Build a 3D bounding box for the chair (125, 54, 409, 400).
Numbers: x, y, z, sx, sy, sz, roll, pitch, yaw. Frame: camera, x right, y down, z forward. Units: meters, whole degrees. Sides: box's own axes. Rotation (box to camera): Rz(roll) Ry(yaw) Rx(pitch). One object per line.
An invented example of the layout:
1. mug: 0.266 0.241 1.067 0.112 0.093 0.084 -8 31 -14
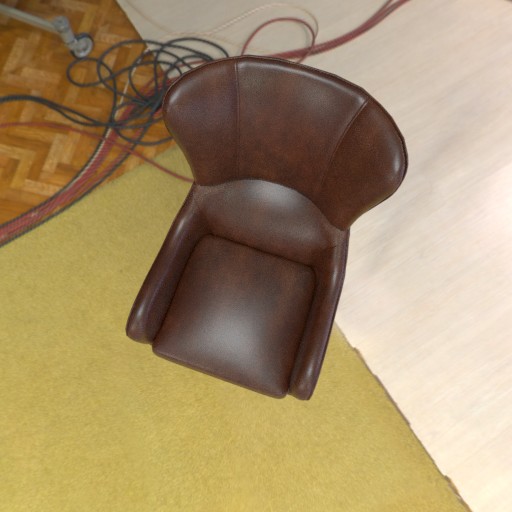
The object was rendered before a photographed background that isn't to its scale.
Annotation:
1. chair: 0.000 0.000 1.626 0.692 1.048 0.914 18 76 5
